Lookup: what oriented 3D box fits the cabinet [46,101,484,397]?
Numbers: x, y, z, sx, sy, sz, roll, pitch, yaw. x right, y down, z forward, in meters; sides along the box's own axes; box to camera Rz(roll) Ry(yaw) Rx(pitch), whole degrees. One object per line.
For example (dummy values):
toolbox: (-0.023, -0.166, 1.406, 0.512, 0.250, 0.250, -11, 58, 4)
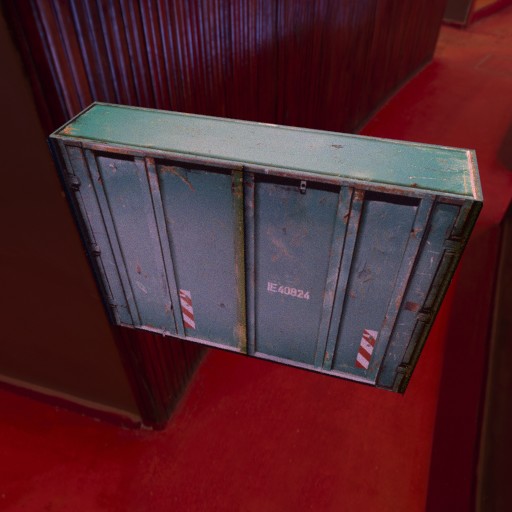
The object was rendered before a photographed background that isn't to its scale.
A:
cabinet: (0.000, 0.000, 3.897, 3.001, 2.160, 0.680, 11, 43, 12)
